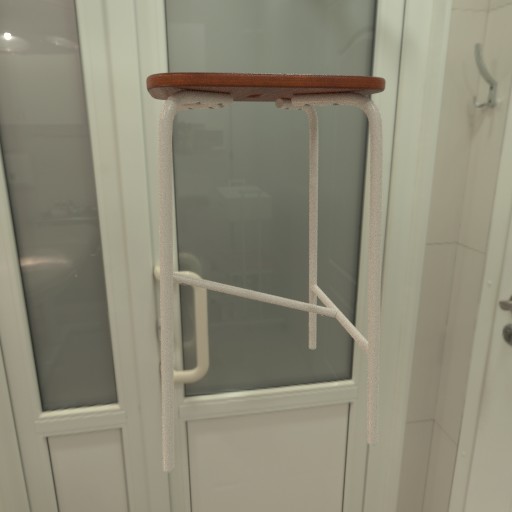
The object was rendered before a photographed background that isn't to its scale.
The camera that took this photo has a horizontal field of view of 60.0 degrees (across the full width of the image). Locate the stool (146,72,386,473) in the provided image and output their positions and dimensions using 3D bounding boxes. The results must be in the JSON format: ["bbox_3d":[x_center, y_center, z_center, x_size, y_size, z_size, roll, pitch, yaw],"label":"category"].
[{"bbox_3d":[0.000,0.000,0.845,0.376,0.610,0.376,-3,17,-10],"label":"stool"}]
